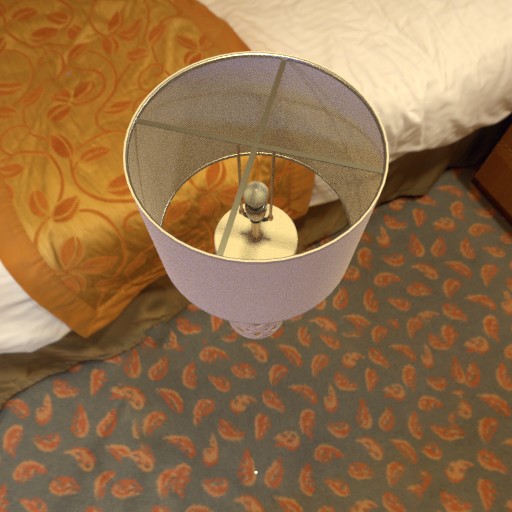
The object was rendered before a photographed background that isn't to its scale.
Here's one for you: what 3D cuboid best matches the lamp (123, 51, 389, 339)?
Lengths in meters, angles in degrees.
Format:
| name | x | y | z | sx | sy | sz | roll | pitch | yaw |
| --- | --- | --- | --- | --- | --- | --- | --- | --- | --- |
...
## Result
| name | x | y | z | sx | sy | sz | roll | pitch | yaw |
| --- | --- | --- | --- | --- | --- | --- | --- | --- | --- |
| lamp | 0.000 | 0.000 | 0.832 | 0.325 | 0.636 | 0.324 | 13 | 65 | 6 |
